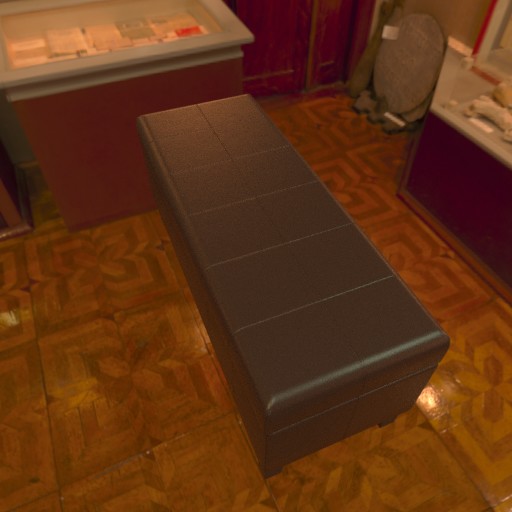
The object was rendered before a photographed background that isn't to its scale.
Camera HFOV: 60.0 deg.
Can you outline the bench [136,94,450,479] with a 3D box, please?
[{"bbox_3d":[0.000,0.000,1.333,0.429,0.457,1.092,-17,50,-15],"label":"bench"}]
